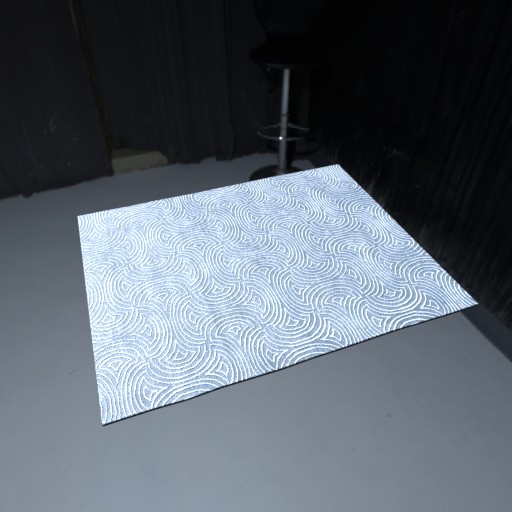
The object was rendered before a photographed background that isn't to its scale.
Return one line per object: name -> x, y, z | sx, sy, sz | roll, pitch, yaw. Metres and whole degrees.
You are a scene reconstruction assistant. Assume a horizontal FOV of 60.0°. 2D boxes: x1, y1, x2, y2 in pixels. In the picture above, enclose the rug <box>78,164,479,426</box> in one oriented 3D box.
rug -> 0.000, 0.000, 4.140 | 3.042, 0.021, 2.456 | -14, 43, -15
